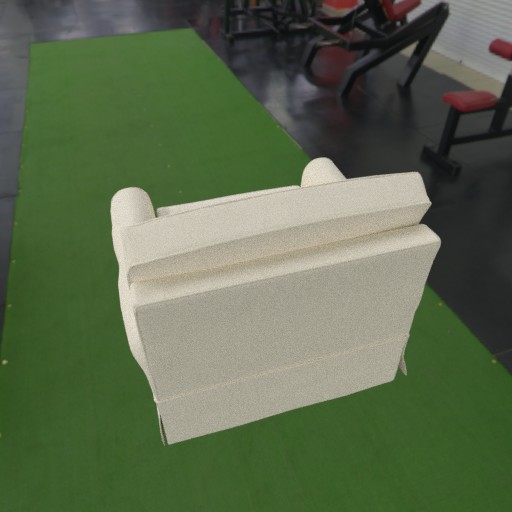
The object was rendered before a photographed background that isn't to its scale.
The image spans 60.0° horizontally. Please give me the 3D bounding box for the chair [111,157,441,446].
[{"bbox_3d":[0.000,0.000,1.824,1.099,0.958,0.904,-11,42,-13],"label":"chair"}]
